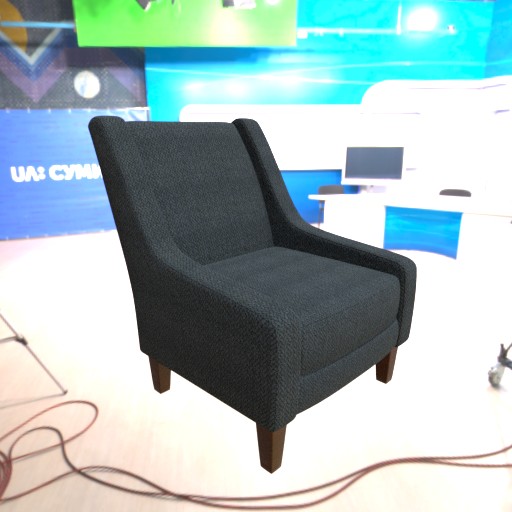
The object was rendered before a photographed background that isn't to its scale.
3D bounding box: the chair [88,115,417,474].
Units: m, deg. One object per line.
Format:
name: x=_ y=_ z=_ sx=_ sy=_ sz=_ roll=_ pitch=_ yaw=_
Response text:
chair: x=0.000 y=0.000 z=1.670 sx=0.944 sy=1.012 sz=0.793 roll=16 pitch=22 yaw=43
